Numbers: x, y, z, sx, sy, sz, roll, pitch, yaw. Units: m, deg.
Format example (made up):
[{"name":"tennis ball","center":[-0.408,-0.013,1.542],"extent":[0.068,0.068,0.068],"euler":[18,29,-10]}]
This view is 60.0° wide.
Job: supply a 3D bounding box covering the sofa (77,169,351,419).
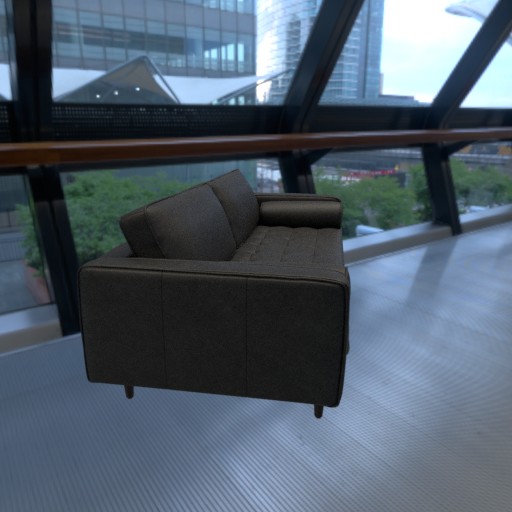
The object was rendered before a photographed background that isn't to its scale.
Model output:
[{"name":"sofa","center":[0.000,0.000,2.312],"extent":[0.921,0.770,1.879],"euler":[3,16,9]}]
